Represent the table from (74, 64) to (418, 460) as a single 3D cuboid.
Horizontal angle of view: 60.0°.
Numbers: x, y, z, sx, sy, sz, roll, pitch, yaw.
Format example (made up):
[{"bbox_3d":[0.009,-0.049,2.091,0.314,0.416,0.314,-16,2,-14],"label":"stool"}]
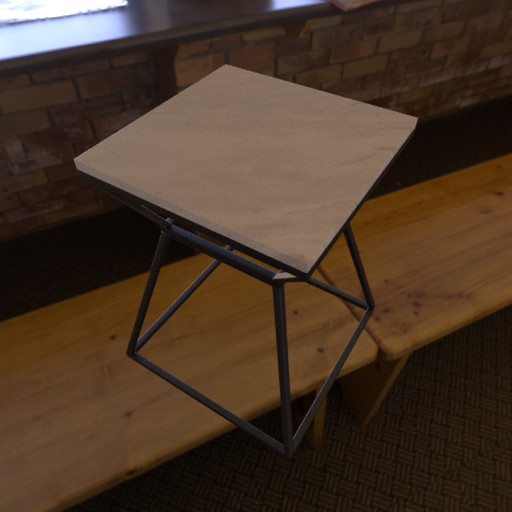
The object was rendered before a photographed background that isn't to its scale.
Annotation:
[{"bbox_3d":[0.000,0.000,0.922,0.455,0.559,0.455,25,51,22],"label":"table"}]
